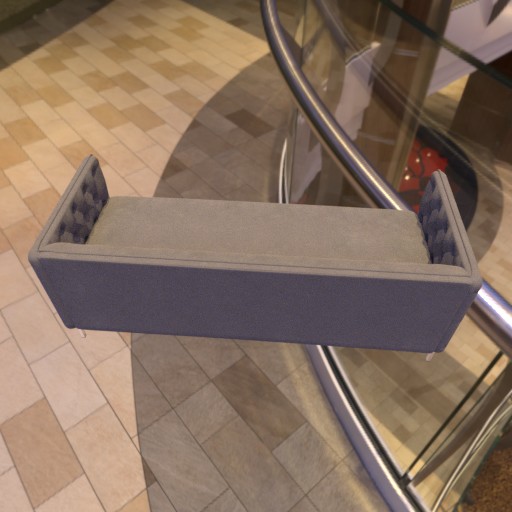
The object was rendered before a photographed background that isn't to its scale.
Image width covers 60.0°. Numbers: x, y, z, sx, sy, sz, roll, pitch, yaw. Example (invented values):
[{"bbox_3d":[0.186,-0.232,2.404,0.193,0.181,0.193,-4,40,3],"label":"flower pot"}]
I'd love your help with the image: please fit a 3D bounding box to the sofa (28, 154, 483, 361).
[{"bbox_3d":[0.000,0.000,2.642,2.209,0.771,0.895,3,47,3],"label":"sofa"}]
